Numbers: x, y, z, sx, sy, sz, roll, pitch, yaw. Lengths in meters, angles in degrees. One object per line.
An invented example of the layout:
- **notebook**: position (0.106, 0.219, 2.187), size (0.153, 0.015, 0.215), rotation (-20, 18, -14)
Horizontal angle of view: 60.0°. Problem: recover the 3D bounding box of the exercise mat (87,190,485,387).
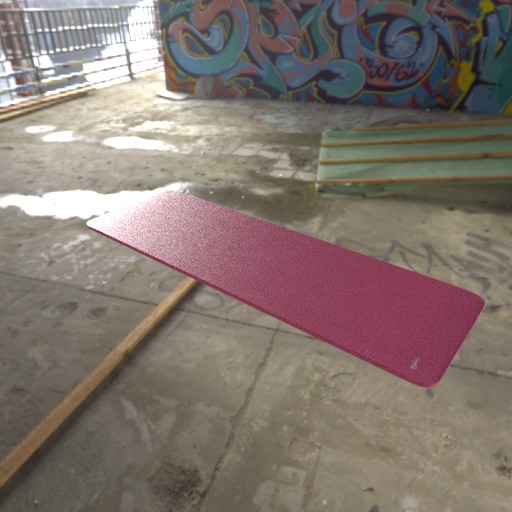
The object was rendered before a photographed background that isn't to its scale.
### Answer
- **exercise mat**: position (0.000, 0.000, 2.070), size (1.884, 0.021, 0.616), rotation (22, 37, 32)
